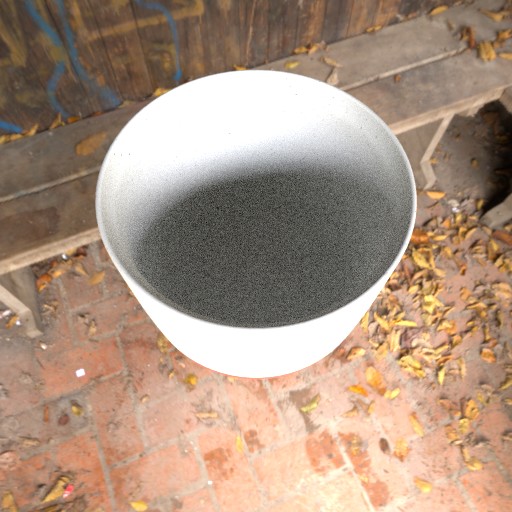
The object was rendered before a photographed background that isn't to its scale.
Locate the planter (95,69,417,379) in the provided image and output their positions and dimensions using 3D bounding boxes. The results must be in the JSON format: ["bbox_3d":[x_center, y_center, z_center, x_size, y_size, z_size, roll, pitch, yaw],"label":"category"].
[{"bbox_3d":[0.000,0.000,0.378,0.204,0.214,0.204,0,63,0],"label":"planter"}]
